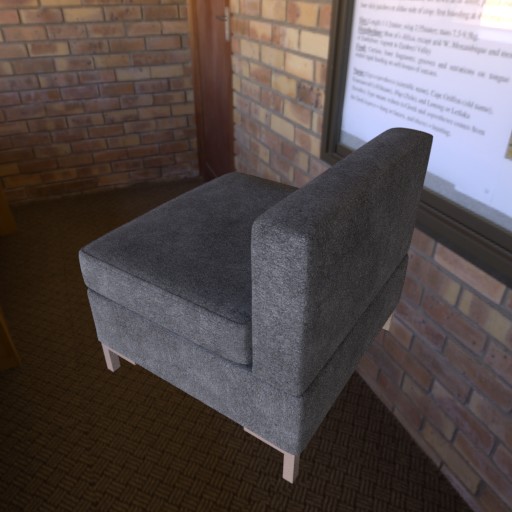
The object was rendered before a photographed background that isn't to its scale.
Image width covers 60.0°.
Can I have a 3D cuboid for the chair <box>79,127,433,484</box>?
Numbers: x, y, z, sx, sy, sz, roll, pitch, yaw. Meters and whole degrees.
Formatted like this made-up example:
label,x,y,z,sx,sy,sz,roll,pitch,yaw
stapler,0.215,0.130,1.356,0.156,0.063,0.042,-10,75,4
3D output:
label,x,y,z,sx,sy,sz,roll,pitch,yaw
chair,0.000,0.000,1.217,0.680,0.660,0.680,20,37,28
